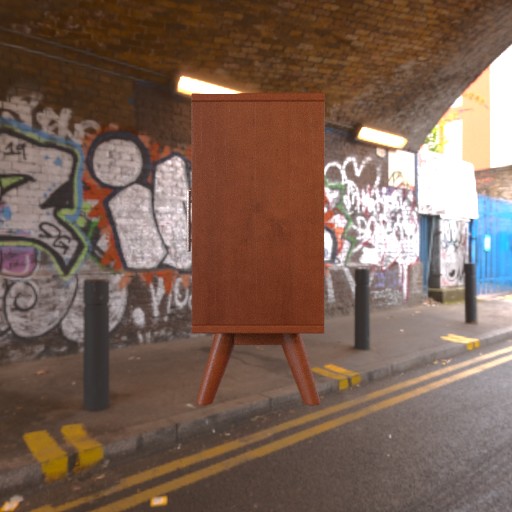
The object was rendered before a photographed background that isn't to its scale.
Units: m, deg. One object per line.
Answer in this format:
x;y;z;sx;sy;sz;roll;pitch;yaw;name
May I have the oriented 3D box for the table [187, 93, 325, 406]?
0.000;0.000;1.546;0.308;0.698;1.220;0;0;0;table
